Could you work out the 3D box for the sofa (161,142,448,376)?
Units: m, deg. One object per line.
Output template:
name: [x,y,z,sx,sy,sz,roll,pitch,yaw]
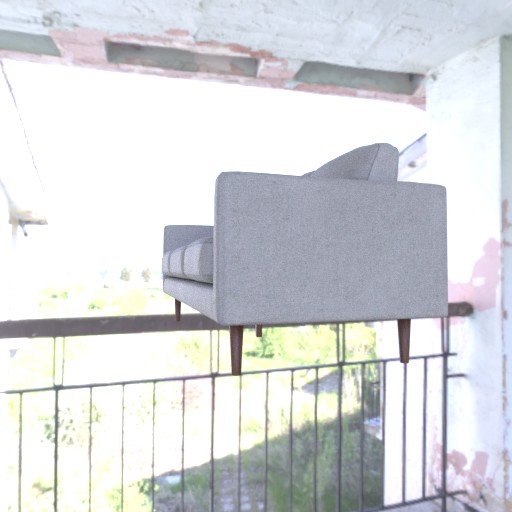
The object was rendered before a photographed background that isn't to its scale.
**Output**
sofa: [0.000,0.000,2.517,0.944,0.918,1.983,0,-2,-17]
